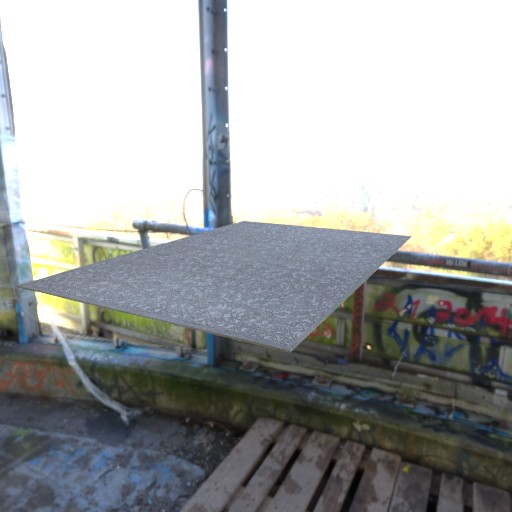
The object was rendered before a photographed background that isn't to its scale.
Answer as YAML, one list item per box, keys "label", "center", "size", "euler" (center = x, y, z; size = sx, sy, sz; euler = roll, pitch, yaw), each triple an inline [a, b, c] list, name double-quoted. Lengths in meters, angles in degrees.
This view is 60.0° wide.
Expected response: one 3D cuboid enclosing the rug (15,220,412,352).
- label: "rug"
  center: [0.000, 0.000, 2.285]
  size: [1.221, 0.006, 1.827]
  euler: [8, 16, 28]
